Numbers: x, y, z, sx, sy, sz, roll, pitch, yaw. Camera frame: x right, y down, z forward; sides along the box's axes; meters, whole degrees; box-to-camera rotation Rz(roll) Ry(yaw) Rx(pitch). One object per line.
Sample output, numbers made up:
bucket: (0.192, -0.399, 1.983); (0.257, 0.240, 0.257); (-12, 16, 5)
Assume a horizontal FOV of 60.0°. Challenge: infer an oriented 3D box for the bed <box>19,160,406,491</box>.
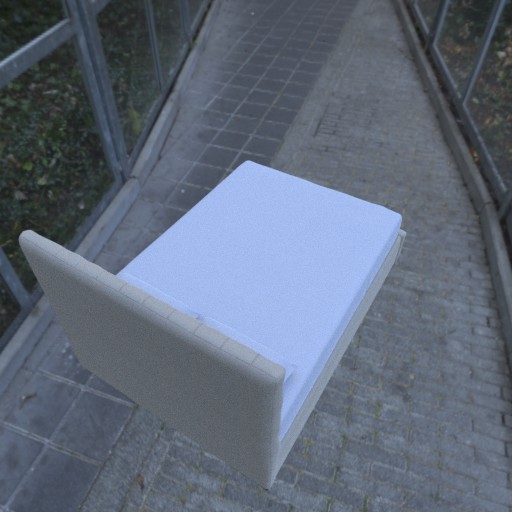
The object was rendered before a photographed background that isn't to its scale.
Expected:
bed: (0.000, 0.000, 3.338); (1.698, 1.427, 2.387); (24, 50, 22)
